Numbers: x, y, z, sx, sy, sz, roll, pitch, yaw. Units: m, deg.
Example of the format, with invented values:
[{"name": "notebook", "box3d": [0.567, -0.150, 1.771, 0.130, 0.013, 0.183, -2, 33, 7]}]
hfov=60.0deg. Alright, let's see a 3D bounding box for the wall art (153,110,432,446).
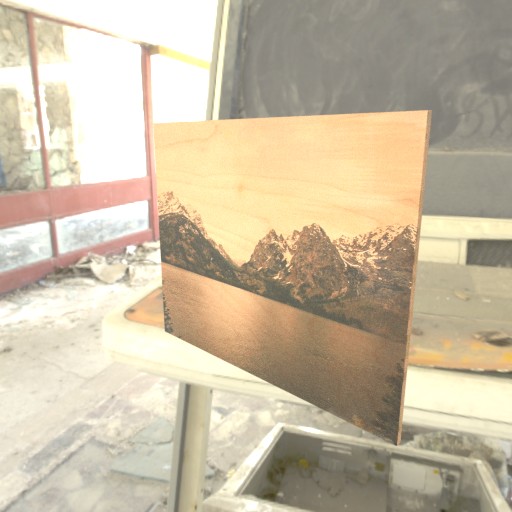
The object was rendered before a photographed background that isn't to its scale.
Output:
[{"name": "wall art", "box3d": [0.000, 0.000, 0.688, 0.508, 0.408, 0.010, 14, 20, 42]}]
